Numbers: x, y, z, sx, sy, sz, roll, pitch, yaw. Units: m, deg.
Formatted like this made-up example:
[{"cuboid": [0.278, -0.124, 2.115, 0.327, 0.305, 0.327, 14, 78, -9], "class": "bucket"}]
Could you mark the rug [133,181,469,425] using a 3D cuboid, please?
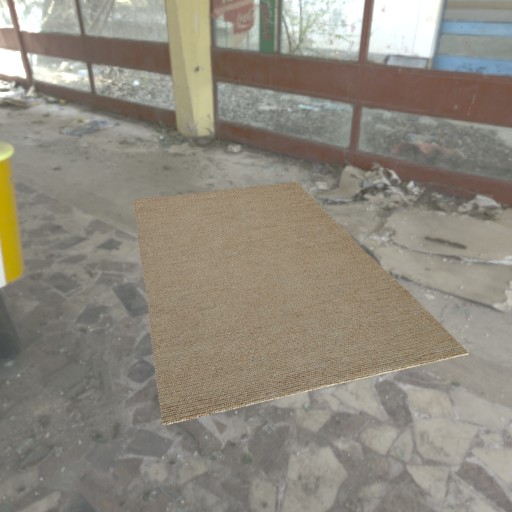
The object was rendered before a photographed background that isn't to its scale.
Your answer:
[{"cuboid": [0.000, 0.000, 3.045, 1.533, 0.011, 2.439, -9, 32, -14], "class": "rug"}]
